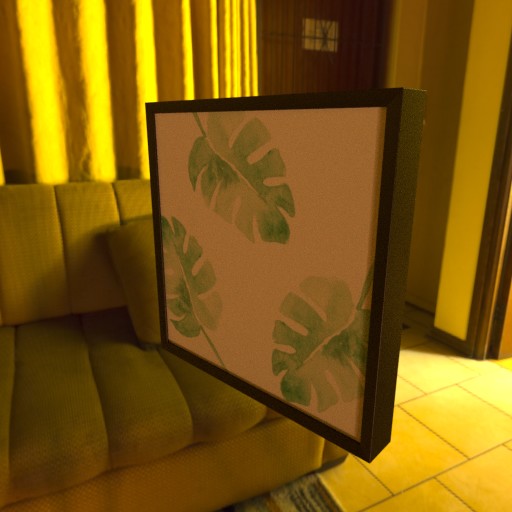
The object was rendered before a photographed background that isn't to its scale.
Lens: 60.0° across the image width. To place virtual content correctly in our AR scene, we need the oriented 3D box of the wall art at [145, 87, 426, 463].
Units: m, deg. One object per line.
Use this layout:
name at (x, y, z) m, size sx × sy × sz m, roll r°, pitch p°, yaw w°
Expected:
wall art at (0.000, 0.000, 0.451) m, size 0.304 × 0.304 × 0.038 m, roll 15°, pitch 22°, yaw 41°
